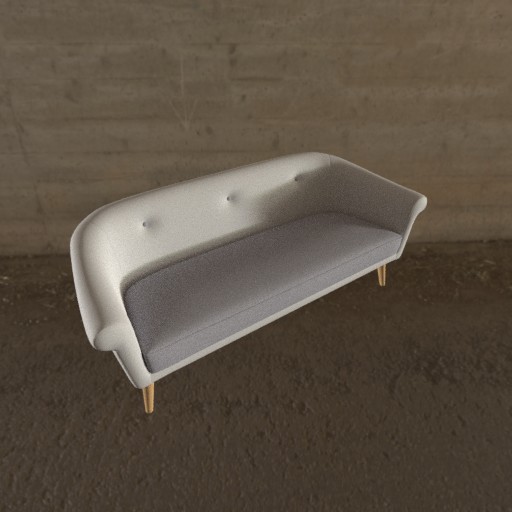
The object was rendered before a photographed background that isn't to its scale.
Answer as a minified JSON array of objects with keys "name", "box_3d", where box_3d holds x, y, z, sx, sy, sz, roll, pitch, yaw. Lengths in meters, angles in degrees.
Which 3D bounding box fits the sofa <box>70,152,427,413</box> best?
[{"name":"sofa","box_3d":[0.000,0.000,2.609,2.160,0.795,0.827,-22,37,-31]}]
